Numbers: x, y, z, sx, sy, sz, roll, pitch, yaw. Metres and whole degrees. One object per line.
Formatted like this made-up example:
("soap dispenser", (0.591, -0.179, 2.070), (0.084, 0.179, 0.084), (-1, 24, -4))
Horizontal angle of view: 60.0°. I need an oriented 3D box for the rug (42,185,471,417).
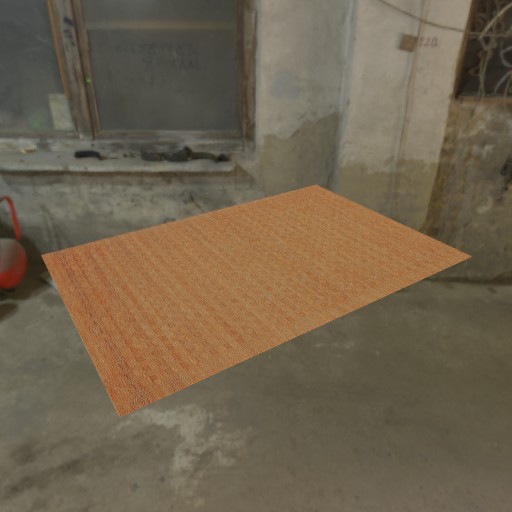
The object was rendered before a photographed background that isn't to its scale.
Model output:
("rug", (0.000, 0.000, 2.833), (2.285, 0.006, 1.524), (-18, 35, -29))
